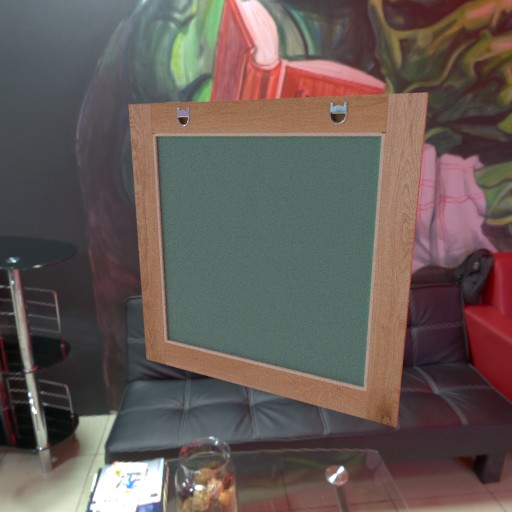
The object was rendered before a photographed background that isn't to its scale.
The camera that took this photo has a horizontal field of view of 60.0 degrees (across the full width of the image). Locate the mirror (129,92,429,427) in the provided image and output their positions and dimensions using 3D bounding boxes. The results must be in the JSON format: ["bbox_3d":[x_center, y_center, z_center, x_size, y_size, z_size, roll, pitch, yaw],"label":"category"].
[{"bbox_3d":[0.000,0.000,1.199,0.800,0.800,0.020,7,17,25],"label":"mirror"}]
